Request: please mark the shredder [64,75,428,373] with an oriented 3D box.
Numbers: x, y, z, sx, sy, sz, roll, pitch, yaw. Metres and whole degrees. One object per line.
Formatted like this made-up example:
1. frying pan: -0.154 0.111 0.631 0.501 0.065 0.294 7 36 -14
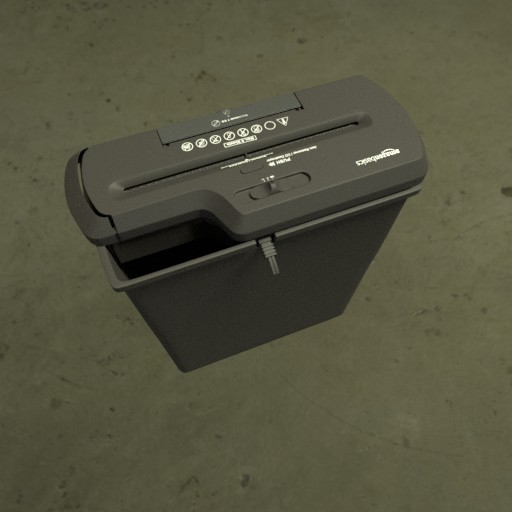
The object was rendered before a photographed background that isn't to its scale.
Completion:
1. shredder: 0.000 0.000 0.518 0.320 0.335 0.170 -18 62 -10
